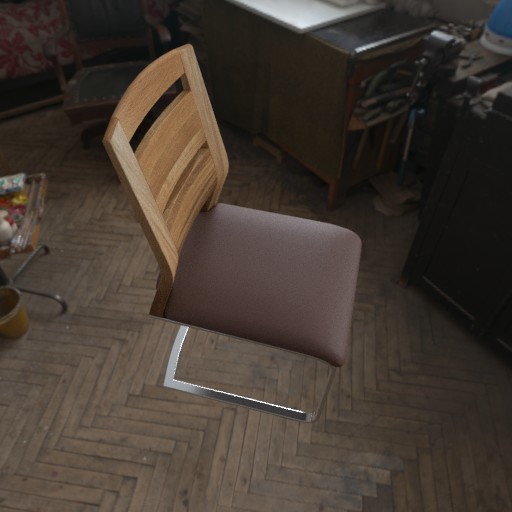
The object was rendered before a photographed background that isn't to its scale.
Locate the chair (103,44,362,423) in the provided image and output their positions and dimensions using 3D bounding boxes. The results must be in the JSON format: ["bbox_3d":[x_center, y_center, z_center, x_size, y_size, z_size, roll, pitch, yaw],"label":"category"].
[{"bbox_3d":[0.000,0.000,1.219,0.570,0.970,0.460,11,49,10],"label":"chair"}]
